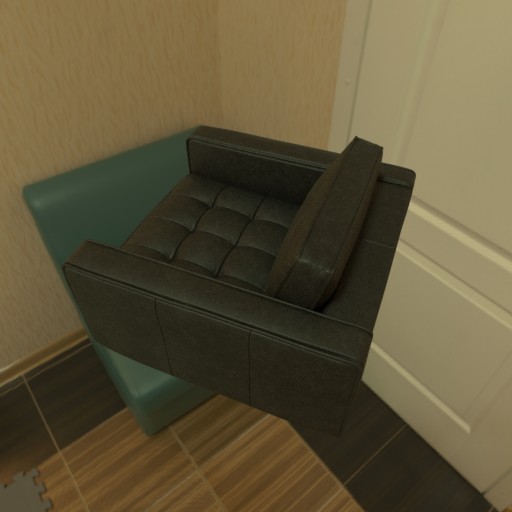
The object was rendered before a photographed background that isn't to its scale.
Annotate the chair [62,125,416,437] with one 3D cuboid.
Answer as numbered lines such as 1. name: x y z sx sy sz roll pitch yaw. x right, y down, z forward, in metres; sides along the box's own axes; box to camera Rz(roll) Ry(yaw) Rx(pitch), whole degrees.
1. chair: 0.000 0.000 1.583 0.914 0.763 0.889 16 48 16
